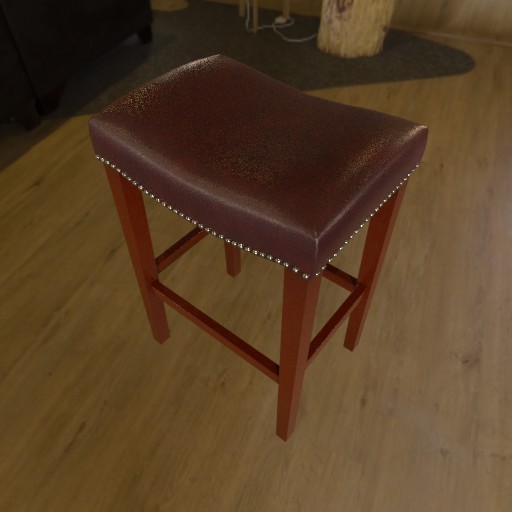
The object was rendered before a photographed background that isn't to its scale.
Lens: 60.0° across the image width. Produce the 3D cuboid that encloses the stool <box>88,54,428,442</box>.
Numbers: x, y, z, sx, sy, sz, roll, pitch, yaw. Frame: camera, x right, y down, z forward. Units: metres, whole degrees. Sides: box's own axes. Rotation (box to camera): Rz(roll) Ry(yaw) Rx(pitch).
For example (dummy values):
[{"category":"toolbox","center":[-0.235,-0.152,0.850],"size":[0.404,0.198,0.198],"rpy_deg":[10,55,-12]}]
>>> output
[{"category":"stool","center":[0.000,0.000,1.032],"size":[0.504,0.742,0.372],"rpy_deg":[30,54,25]}]
